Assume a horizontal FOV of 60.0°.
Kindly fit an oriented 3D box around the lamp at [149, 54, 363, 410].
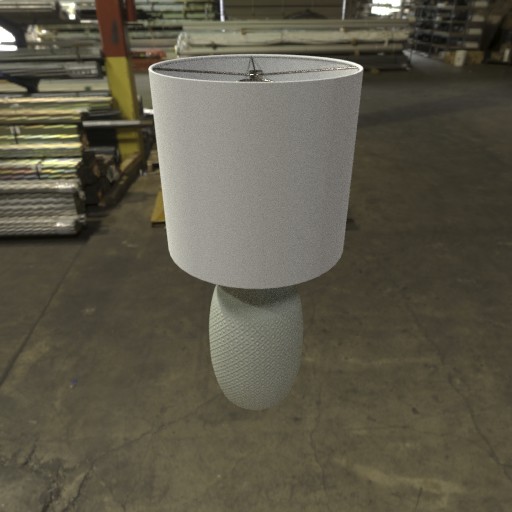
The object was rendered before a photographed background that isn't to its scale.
[{"bbox_3d":[0.000,0.000,0.569,0.217,0.453,0.217,-2,30,-3],"label":"lamp"}]
